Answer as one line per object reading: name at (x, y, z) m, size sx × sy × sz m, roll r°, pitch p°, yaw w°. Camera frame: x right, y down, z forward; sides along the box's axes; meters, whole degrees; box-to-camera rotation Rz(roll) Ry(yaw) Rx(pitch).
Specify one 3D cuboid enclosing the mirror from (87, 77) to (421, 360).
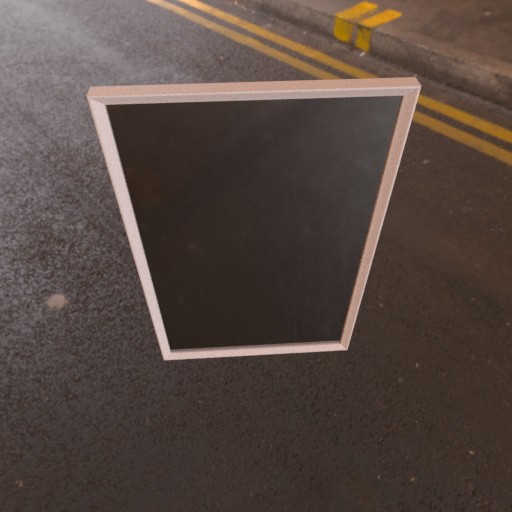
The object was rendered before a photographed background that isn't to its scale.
mirror at (0.000, 0.000, 1.150) m, size 0.609 × 0.915 × 0.041 m, roll -3°, pitch 47°, yaw -3°
